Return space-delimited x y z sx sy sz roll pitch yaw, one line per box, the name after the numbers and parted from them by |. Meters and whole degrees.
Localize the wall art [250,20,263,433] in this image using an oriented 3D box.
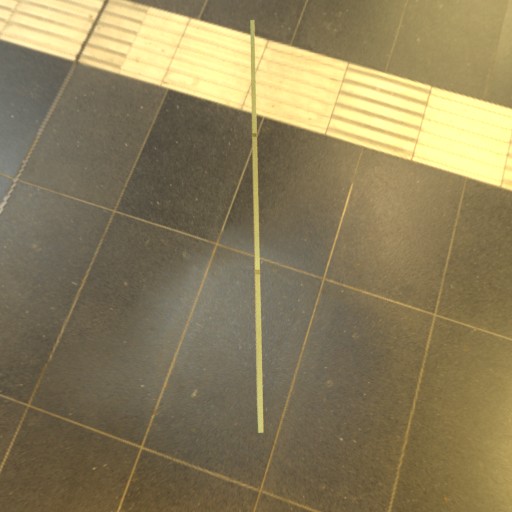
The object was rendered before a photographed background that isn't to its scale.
0.000 0.000 1.828 0.013 1.219 1.214 -1 75 0 | wall art
